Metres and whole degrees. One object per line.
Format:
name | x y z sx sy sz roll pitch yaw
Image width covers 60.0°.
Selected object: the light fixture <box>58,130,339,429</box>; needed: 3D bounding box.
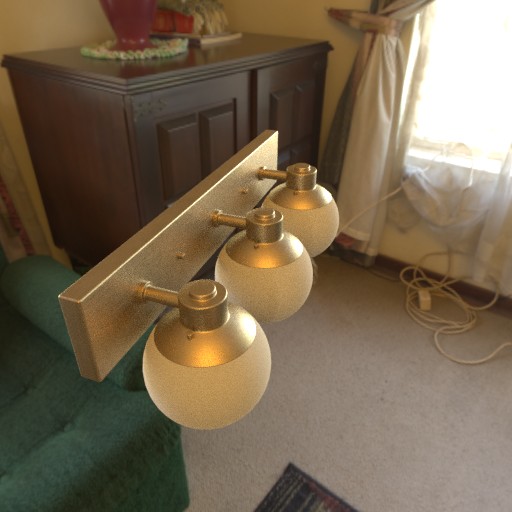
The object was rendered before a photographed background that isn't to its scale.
light fixture | 0.000 0.000 0.833 0.218 0.263 0.721 11 33 17
